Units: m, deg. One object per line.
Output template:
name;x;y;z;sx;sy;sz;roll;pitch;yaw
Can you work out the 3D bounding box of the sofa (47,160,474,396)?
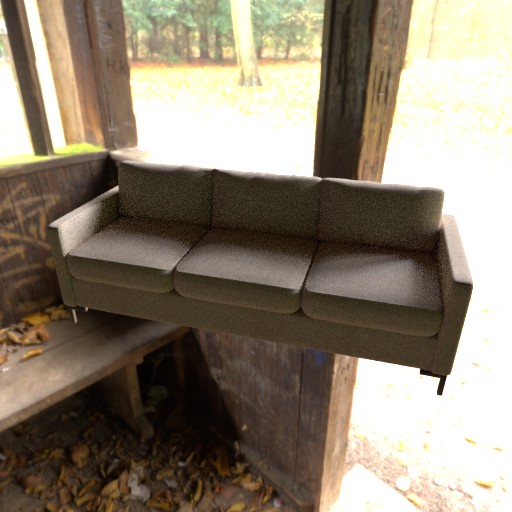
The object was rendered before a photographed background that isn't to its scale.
sofa;0.000;0.000;2.635;2.218;0.874;0.859;8;28;15
